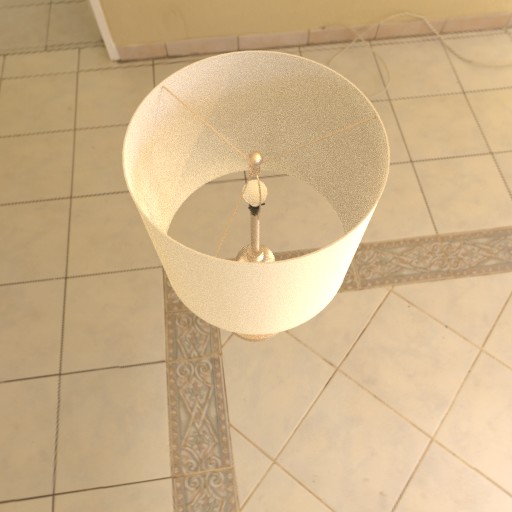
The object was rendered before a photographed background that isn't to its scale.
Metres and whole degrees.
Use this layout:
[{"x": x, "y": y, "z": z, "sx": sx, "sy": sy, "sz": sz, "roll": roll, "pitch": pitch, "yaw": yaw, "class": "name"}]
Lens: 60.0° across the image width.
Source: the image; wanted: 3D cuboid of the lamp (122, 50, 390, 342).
[{"x": 0.000, "y": 0.000, "z": 0.700, "sx": 0.277, "sy": 0.538, "sz": 0.277, "roll": -16, "pitch": 65, "yaw": -7, "class": "lamp"}]
